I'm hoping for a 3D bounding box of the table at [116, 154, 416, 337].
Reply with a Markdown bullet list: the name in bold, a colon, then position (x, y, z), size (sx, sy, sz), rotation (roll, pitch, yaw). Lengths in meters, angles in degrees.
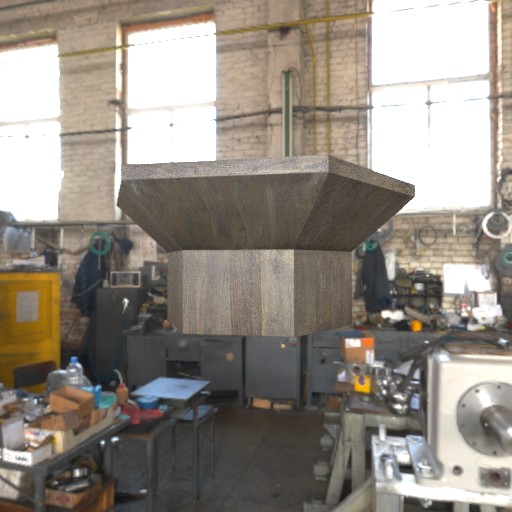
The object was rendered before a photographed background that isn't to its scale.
- **table**: position (0.000, 0.000, 1.624), size (0.966, 0.488, 1.115), rotation (0, -1, -19)
